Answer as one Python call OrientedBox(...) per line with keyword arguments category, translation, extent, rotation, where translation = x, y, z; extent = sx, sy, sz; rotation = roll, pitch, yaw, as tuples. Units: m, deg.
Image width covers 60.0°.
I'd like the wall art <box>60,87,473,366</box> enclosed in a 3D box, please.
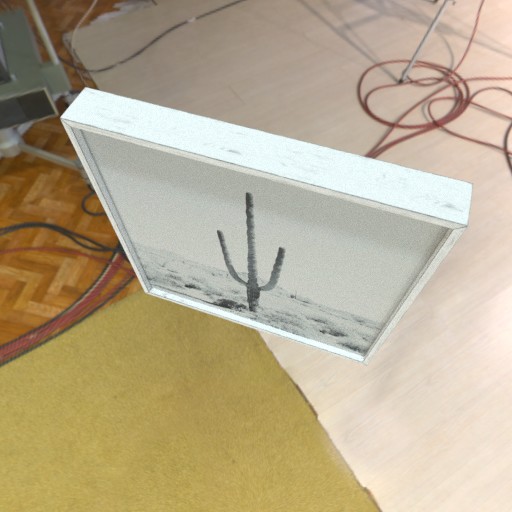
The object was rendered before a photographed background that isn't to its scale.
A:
OrientedBox(category="wall art", translation=(0.000, 0.000, 0.453), extent=(0.305, 0.305, 0.038), rotation=(17, 61, 10))
